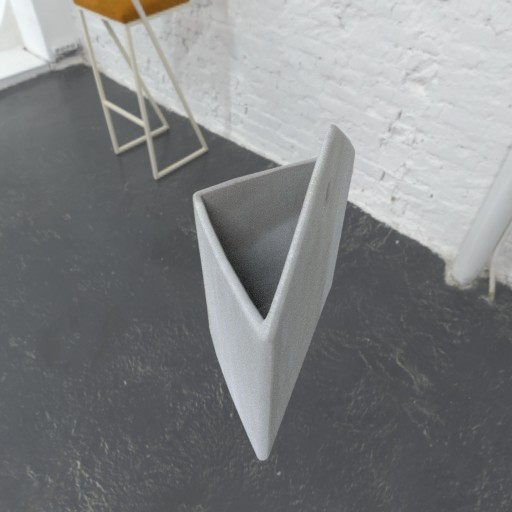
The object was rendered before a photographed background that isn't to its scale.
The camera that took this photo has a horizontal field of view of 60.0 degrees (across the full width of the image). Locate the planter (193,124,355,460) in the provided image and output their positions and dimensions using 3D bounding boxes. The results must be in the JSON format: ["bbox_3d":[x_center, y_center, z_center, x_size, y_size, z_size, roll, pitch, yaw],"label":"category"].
[{"bbox_3d":[0.000,0.000,0.277,0.080,0.194,0.163,16,48,15],"label":"planter"}]
